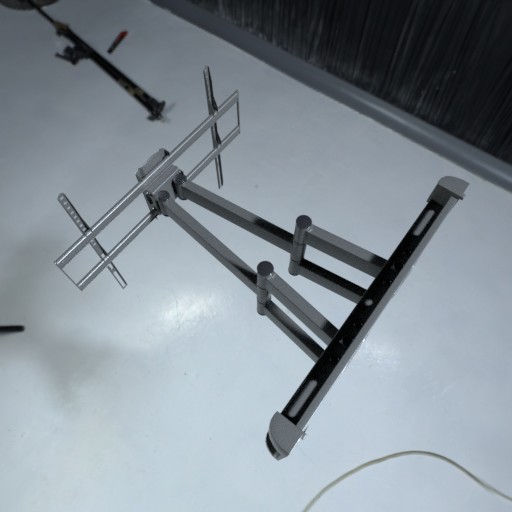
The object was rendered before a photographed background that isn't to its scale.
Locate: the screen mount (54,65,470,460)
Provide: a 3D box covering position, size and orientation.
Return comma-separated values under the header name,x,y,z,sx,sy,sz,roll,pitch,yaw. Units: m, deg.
name,x,y,z,sx,sy,sz,roll,pitch,yaw
screen mount,0.000,0.000,1.088,0.644,0.491,0.661,34,69,15
